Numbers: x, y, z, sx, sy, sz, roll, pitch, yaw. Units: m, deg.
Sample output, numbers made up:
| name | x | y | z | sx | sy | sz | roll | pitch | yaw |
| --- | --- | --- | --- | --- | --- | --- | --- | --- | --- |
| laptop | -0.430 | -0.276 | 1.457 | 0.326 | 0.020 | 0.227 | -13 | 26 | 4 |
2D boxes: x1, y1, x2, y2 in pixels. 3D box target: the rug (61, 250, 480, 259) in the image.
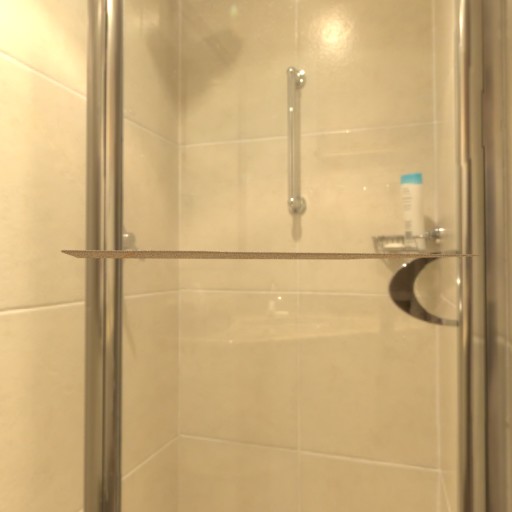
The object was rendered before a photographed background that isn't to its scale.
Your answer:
| name | x | y | z | sx | sy | sz | roll | pitch | yaw |
| --- | --- | --- | --- | --- | --- | --- | --- | --- | --- |
| rug | 0.000 | 0.000 | 2.375 | 1.825 | 0.015 | 1.232 | 0 | -1 | -19 |
